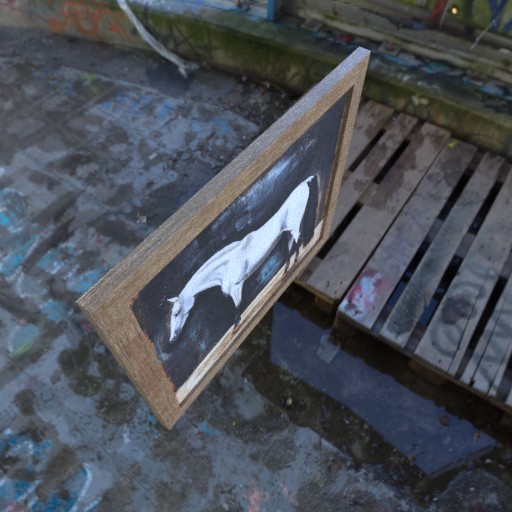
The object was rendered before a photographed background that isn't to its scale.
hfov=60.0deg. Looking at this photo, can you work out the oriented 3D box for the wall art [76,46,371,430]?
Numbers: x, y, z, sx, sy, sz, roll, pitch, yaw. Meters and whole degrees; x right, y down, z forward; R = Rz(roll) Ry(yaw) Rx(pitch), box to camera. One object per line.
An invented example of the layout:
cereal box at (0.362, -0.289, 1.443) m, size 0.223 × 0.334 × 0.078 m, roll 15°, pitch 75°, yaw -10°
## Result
wall art at (0.000, 0.000, 0.929) m, size 0.026 × 0.588 × 0.690 m, roll 32°, pitch 61°, yaw 20°
